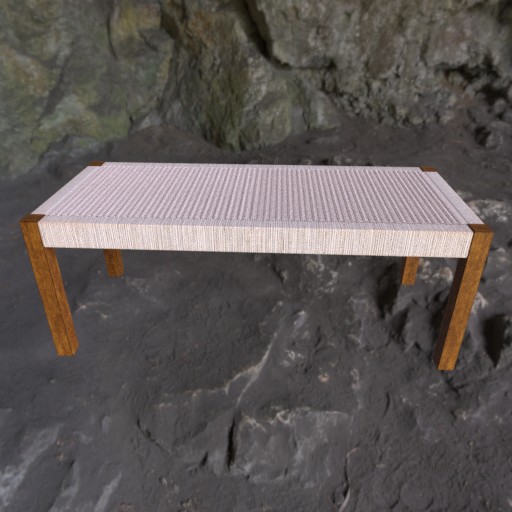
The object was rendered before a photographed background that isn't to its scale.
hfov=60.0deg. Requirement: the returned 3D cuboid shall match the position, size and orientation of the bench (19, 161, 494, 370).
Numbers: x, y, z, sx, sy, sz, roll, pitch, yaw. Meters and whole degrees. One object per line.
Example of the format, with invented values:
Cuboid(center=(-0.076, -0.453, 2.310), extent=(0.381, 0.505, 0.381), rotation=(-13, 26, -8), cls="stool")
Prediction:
Cuboid(center=(0.000, 0.000, 1.447), extent=(1.198, 0.457, 0.507), rotation=(1, 30, 3), cls="bench")
